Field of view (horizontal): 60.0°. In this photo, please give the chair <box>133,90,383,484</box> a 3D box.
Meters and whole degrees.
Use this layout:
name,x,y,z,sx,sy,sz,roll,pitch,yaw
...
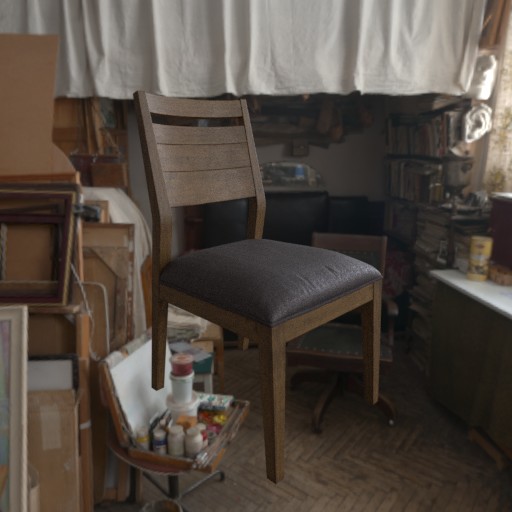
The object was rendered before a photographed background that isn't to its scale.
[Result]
name,x,y,z,sx,sy,sz,roll,pitch,yaw
chair,0.000,0.000,1.329,0.610,0.939,0.501,14,20,42
